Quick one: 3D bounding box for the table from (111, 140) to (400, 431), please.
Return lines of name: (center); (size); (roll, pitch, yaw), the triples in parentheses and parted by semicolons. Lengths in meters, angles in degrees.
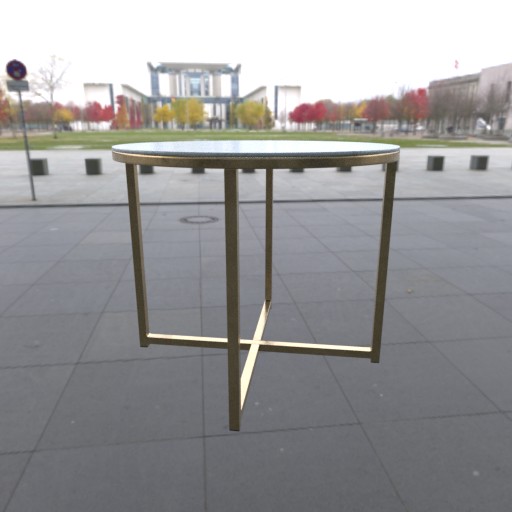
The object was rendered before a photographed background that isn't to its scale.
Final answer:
table: (0.000, 0.000, 0.862); (0.500, 0.420, 0.500); (0, 16, 0)
